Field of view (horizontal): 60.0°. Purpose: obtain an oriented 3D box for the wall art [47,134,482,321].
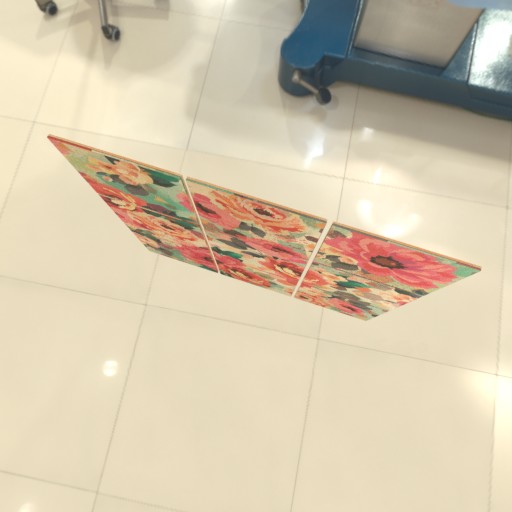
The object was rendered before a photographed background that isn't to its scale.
[{"bbox_3d":[0.000,0.000,1.773,1.216,1.220,0.013,18,76,4],"label":"wall art"}]
